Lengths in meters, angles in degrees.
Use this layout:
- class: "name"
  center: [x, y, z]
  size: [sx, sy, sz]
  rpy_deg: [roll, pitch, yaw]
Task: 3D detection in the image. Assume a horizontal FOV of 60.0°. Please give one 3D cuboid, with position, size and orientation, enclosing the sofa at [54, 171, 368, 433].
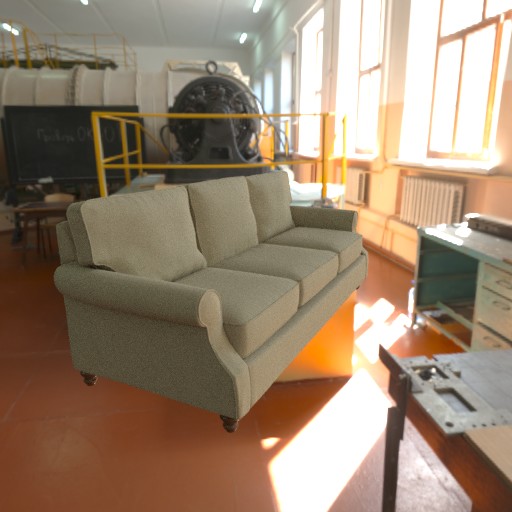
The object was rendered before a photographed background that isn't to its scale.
- class: "sofa"
  center: [0.000, 0.000, 2.800]
  size: [0.966, 0.948, 2.354]
  rpy_deg: [7, 16, 26]
